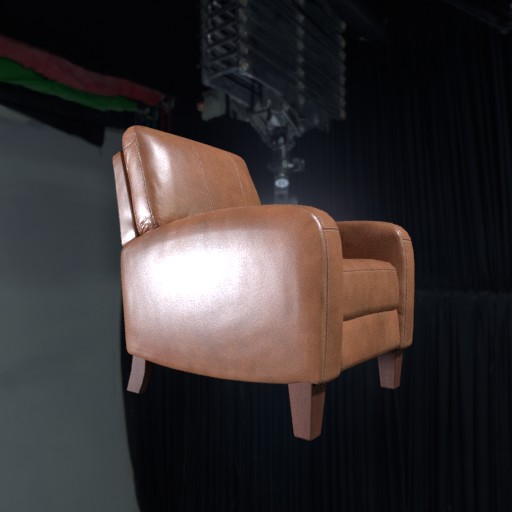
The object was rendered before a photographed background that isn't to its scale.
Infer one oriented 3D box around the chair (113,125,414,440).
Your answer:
[{"bbox_3d":[0.000,0.000,1.685,0.990,0.990,0.762,-1,-1,37],"label":"chair"}]
